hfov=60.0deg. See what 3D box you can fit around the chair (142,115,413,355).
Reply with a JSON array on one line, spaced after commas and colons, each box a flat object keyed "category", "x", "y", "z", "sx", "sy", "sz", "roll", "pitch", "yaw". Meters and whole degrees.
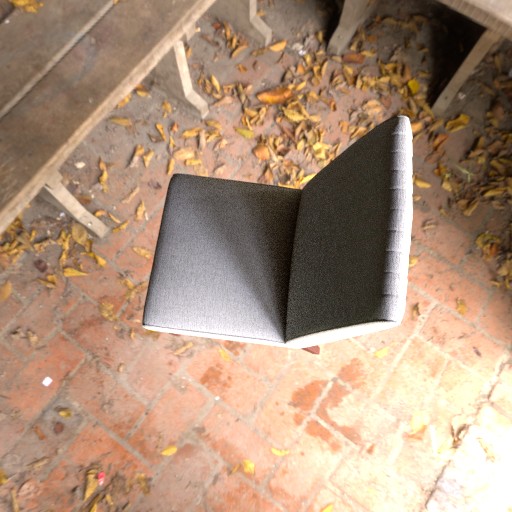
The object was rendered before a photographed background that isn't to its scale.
[{"category": "chair", "x": 0.000, "y": 0.000, "z": 1.259, "sx": 0.594, "sy": 0.900, "sz": 0.480, "roll": 7, "pitch": 75, "yaw": 2}]
